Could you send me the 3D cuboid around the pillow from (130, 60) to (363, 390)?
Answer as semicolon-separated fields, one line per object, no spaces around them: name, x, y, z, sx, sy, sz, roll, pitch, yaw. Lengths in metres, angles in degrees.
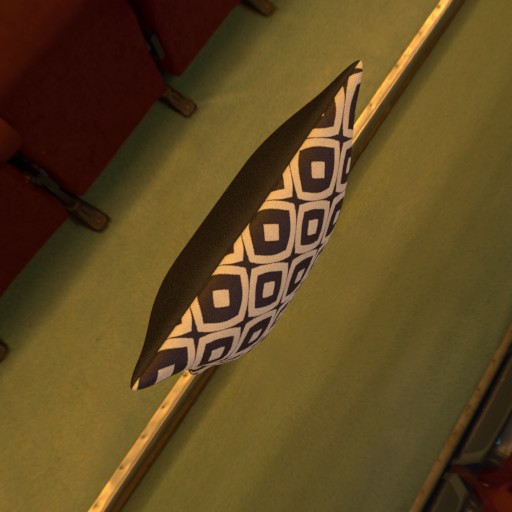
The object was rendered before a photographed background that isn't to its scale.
pillow;0.000;0.000;0.780;0.188;0.494;0.504;33;79;7
